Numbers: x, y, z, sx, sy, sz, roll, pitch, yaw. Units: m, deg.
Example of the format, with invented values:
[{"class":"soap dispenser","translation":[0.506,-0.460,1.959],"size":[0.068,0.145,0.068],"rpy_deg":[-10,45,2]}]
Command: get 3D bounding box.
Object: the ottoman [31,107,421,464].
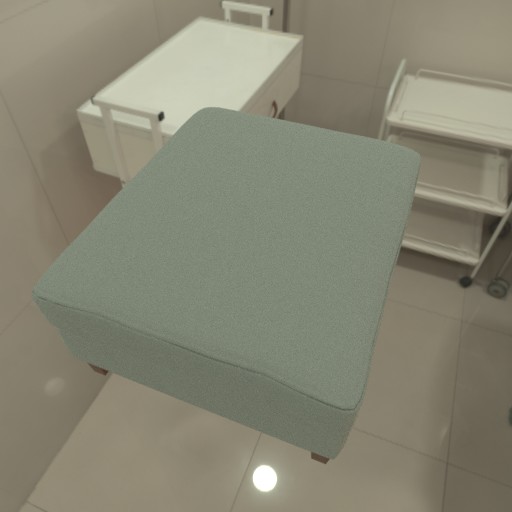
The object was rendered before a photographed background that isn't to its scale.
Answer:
[{"class":"ottoman","translation":[0.000,0.000,1.426],"size":[0.842,0.494,0.991],"rpy_deg":[16,50,14]}]
